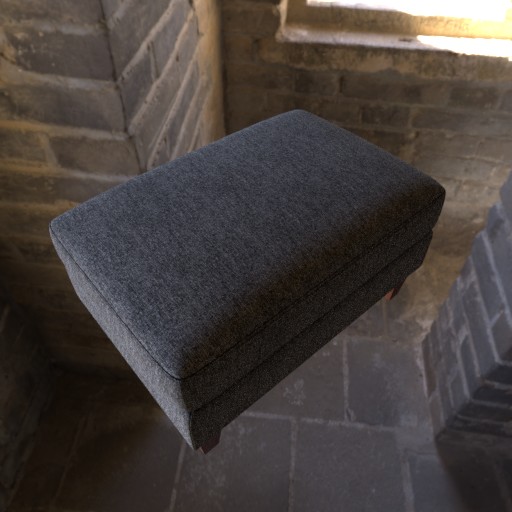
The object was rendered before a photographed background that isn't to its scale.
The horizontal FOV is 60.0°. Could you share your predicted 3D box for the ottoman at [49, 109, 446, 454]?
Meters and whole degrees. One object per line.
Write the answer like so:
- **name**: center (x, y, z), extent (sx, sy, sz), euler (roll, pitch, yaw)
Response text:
- **ottoman**: center (0.000, 0.000, 1.218), extent (0.864, 0.483, 0.584), euler (-32, 54, -27)
